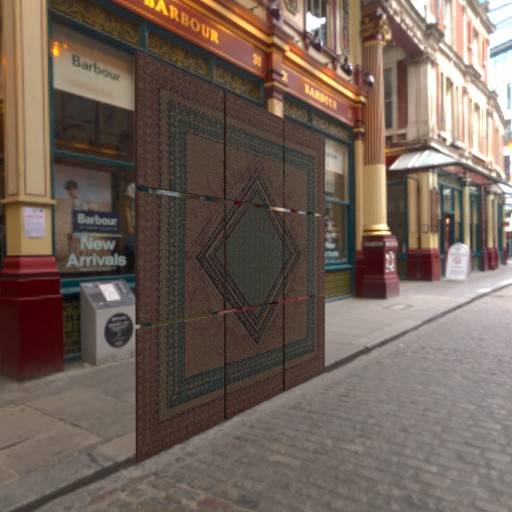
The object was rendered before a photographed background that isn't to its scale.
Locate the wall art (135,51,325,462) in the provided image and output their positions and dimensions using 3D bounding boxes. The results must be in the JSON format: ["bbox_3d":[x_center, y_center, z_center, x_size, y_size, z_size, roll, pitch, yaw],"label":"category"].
[{"bbox_3d":[0.000,0.000,2.266,0.014,1.525,1.527,0,1,36],"label":"wall art"}]
